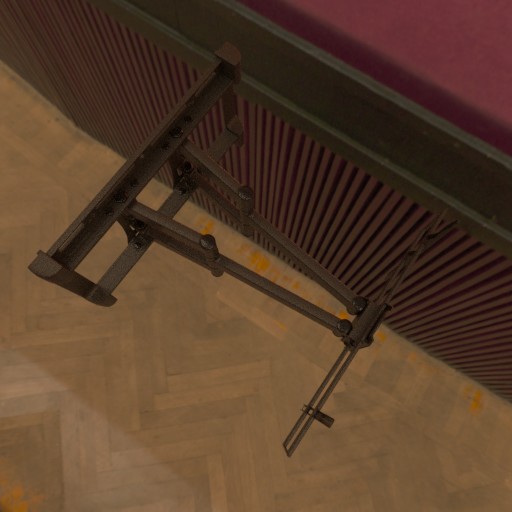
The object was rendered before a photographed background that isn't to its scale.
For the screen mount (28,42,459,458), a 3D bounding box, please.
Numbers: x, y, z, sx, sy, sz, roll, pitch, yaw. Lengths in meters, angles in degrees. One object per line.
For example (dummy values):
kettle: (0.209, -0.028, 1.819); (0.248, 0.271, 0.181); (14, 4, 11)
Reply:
screen mount: (0.000, 0.000, 1.089); (0.644, 0.491, 0.661); (34, 77, 9)
